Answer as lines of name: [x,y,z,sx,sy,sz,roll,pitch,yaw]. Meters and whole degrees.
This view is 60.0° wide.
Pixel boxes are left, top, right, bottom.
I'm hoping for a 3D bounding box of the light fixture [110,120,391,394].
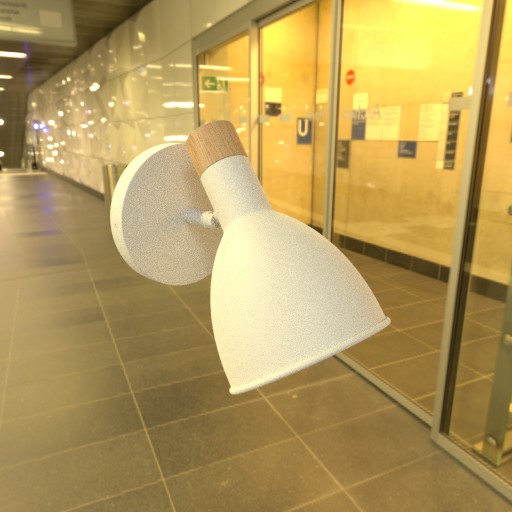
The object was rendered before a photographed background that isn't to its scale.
light fixture: [0.000,0.000,0.336,0.127,0.199,0.209,-14,21,-43]
